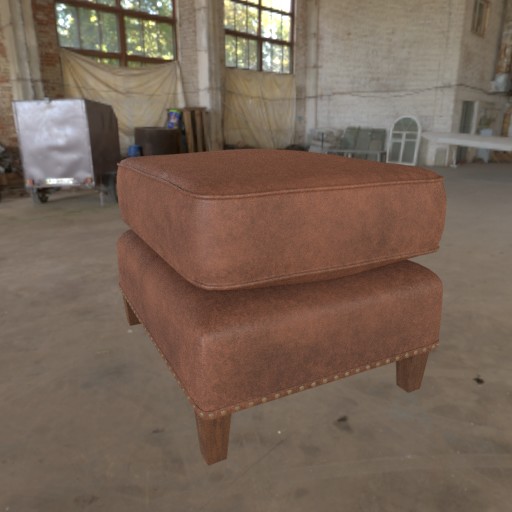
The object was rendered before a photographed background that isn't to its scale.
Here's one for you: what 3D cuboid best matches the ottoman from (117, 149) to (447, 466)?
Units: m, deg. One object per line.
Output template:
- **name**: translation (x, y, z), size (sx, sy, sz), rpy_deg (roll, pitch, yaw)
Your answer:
- **ottoman**: translation (0.000, 0.000, 1.143), size (0.589, 0.537, 0.738), rpy_deg (-8, 19, -26)
